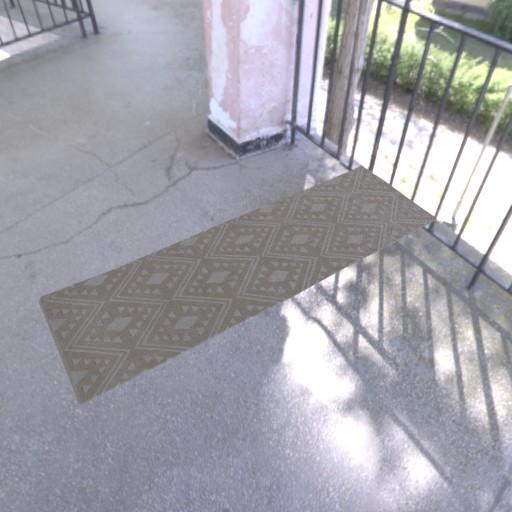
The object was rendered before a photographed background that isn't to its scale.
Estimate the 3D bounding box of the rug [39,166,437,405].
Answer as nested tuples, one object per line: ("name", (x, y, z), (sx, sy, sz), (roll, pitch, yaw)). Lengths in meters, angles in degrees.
("rug", (0.000, 0.000, 2.754), (2.452, 0.051, 0.752), (-25, 51, -22))
